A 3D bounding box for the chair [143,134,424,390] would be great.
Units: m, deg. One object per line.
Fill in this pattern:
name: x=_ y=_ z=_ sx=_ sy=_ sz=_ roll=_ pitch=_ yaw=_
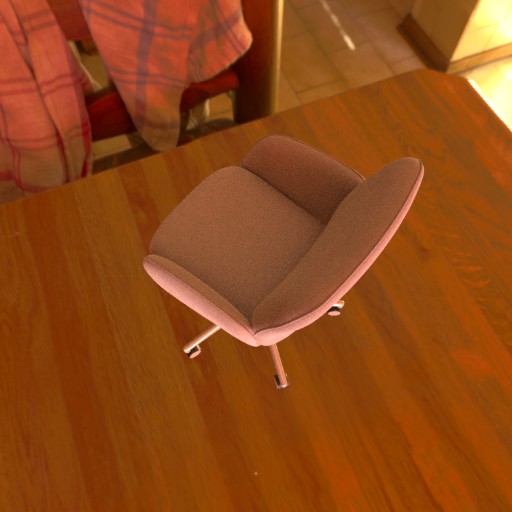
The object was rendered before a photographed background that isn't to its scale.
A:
chair: x=0.000 y=0.000 z=1.380 sx=0.654 sy=0.959 sz=0.648 roll=34 pitch=69 yaw=15
